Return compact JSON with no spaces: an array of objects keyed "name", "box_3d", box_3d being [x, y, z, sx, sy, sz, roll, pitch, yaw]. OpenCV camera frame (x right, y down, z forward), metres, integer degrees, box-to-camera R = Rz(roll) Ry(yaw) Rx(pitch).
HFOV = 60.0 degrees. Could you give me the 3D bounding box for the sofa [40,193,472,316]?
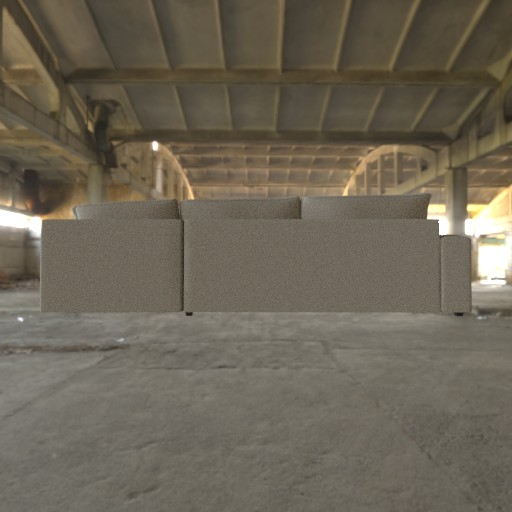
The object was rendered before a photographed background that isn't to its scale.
[{"name":"sofa","box_3d":[0.000,0.000,4.741,3.066,0.918,3.206,0,-1,0]}]
